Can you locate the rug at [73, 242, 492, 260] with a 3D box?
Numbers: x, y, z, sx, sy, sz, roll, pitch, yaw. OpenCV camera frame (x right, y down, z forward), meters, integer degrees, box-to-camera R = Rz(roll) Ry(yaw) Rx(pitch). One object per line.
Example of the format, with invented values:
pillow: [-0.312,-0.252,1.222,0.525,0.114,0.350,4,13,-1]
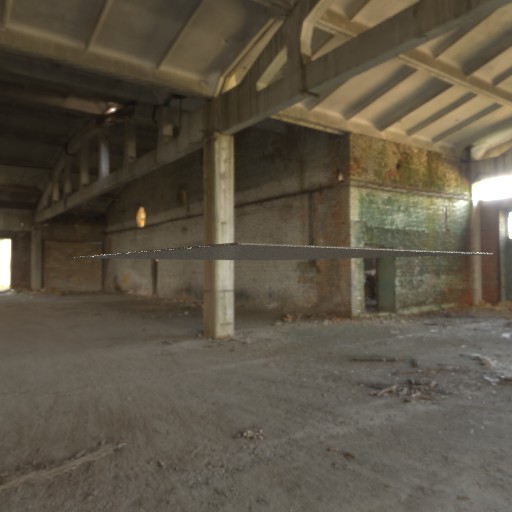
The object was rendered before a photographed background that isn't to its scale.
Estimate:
rug: [0.000,0.000,4.037,2.434,0.013,3.057,1,-2,-36]
